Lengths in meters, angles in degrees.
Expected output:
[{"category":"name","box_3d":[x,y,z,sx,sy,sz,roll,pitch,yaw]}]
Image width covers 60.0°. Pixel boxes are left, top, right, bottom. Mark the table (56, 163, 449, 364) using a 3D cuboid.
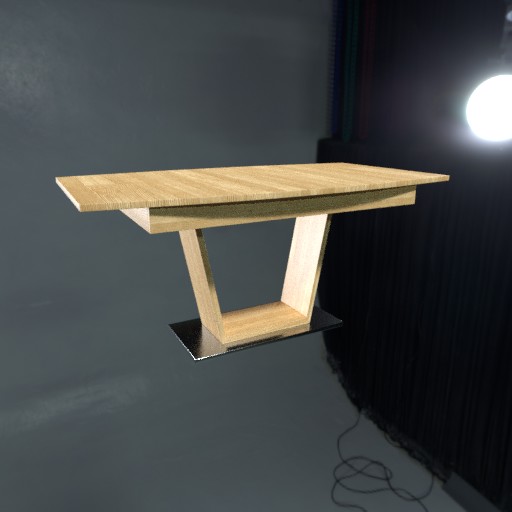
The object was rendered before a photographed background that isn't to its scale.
[{"category":"table","box_3d":[0.000,0.000,2.104,1.598,0.748,0.900,-9,19,-27]}]
